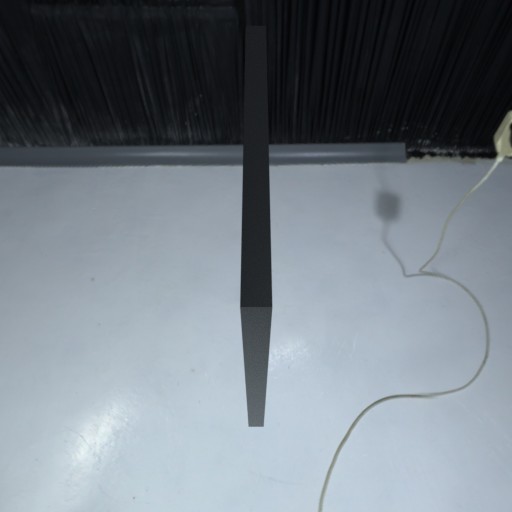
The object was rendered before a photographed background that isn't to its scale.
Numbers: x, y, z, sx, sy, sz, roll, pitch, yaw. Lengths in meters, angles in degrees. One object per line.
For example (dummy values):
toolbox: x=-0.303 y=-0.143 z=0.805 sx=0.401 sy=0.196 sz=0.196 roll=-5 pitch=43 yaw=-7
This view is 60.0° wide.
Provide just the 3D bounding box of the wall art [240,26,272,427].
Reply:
wall art: x=0.000 y=0.000 z=0.776 sx=0.031 sy=0.558 sz=0.461 roll=0 pitch=58 yaw=0
